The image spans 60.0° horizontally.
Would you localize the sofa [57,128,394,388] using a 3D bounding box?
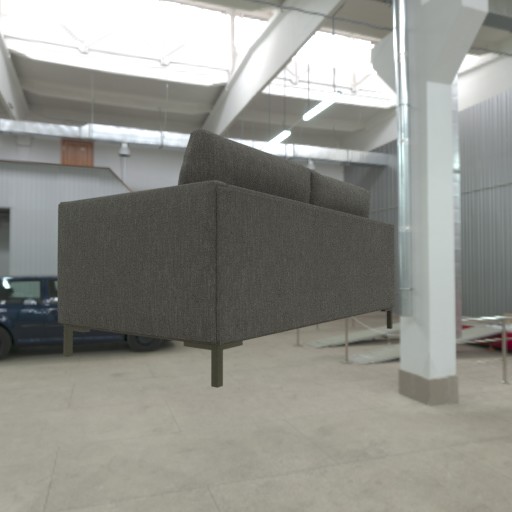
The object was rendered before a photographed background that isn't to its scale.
[{"bbox_3d":[0.000,0.000,2.236,0.875,0.840,1.682,-1,-2,35],"label":"sofa"}]
